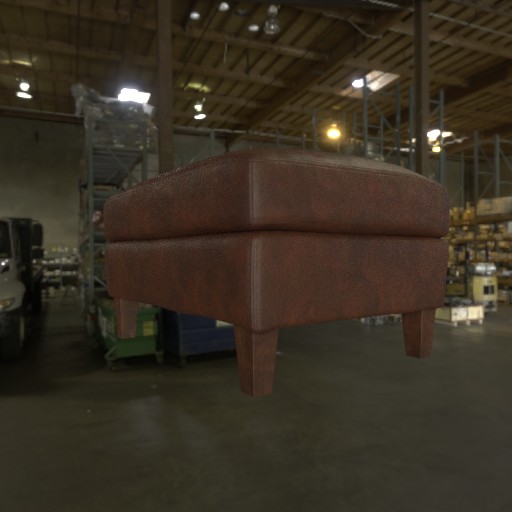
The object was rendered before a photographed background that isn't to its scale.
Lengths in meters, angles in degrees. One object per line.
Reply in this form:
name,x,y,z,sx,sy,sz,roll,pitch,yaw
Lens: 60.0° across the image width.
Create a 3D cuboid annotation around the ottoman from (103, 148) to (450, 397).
ottoman,0.000,0.000,1.301,0.659,0.527,0.887,0,0,-36
